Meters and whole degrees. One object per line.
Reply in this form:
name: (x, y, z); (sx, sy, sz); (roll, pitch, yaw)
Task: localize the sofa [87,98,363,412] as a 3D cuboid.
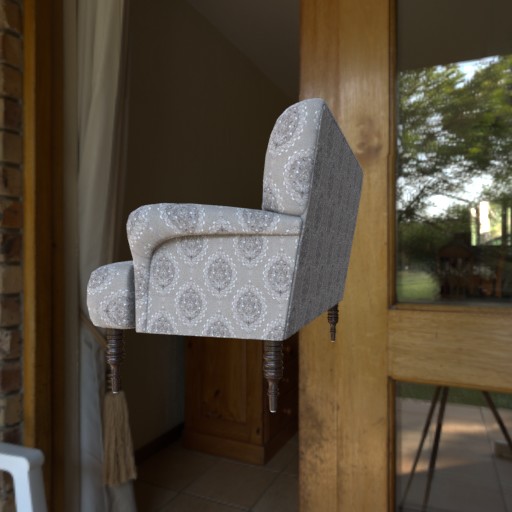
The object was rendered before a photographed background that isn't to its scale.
sofa: (0.000, 0.000, 1.862); (0.779, 0.889, 1.297); (0, 0, 19)
